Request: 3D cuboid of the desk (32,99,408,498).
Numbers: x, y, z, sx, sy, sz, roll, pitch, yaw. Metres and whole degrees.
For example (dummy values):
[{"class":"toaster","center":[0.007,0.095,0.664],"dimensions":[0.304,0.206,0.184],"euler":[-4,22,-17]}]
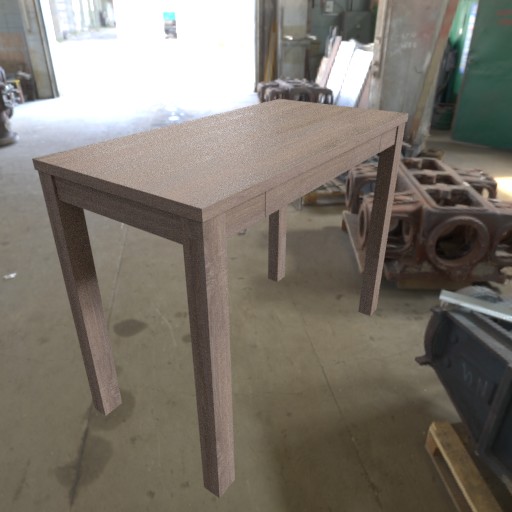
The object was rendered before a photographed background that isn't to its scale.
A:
[{"class":"desk","center":[0.000,0.000,1.377],"dimensions":[0.495,0.762,0.991],"euler":[19,34,31]}]
